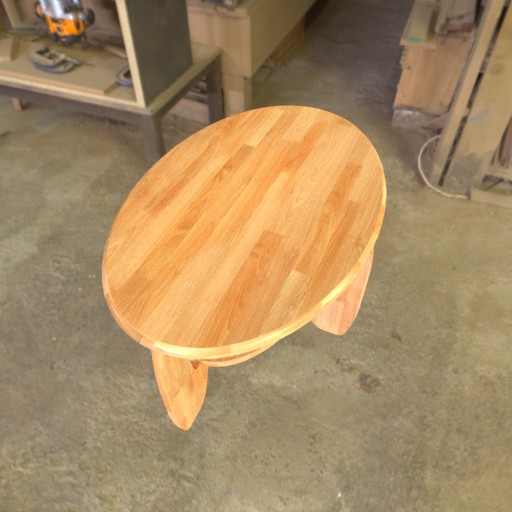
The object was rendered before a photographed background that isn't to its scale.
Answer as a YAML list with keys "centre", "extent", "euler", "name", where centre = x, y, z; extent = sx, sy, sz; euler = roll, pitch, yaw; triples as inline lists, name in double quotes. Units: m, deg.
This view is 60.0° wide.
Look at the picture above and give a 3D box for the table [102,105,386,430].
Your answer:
- centre: [0.000, 0.000, 1.383]
  extent: [0.690, 0.490, 1.040]
  euler: [18, 50, 16]
  name: "table"
